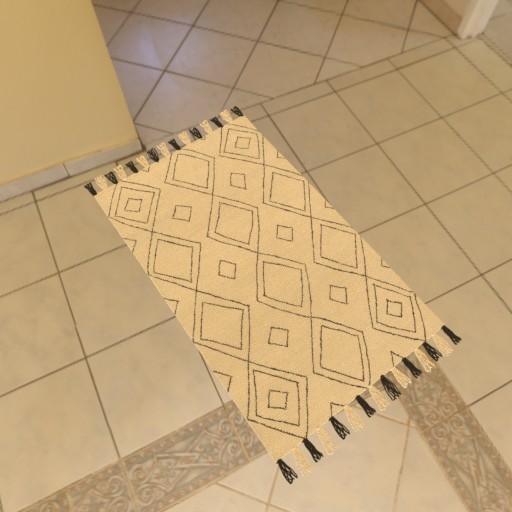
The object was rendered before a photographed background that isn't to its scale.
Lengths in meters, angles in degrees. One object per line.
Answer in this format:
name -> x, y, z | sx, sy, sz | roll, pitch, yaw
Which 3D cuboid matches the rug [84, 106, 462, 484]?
rug -> 0.000, 0.000, 3.336 | 1.524, 0.021, 2.755 | -33, 67, -16
